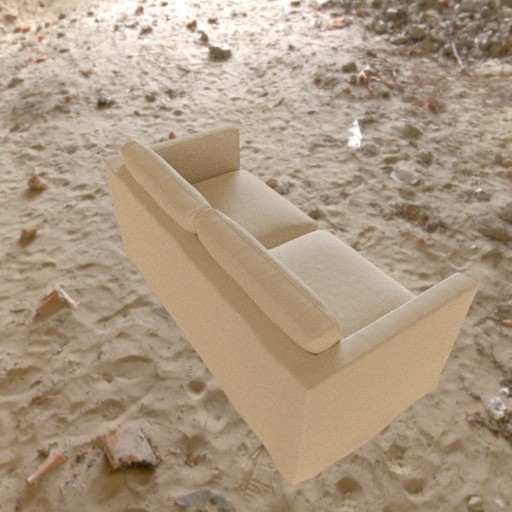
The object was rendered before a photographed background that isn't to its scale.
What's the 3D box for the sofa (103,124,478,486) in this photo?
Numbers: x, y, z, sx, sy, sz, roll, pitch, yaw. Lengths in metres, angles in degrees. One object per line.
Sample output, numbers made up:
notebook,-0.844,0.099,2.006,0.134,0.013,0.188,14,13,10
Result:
sofa,0.000,0.000,2.432,0.940,0.870,1.987,-23,45,-26
